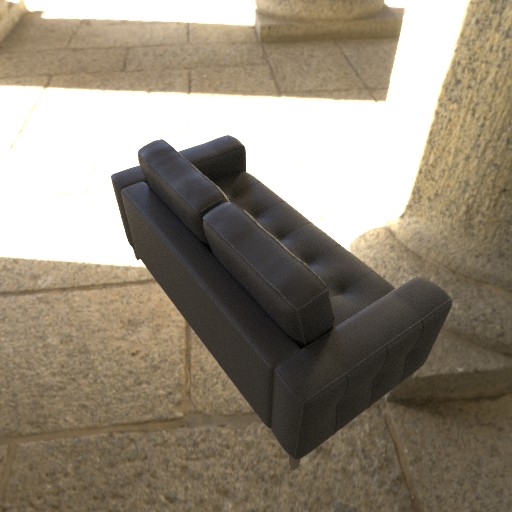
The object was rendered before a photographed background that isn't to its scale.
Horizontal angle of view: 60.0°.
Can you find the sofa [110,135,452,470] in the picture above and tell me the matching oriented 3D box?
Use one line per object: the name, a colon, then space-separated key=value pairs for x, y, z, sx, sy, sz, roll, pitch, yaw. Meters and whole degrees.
sofa: x=0.000 y=0.000 z=2.274 sx=0.833 sy=0.892 sz=1.726 roll=-26 pitch=50 yaw=-25
